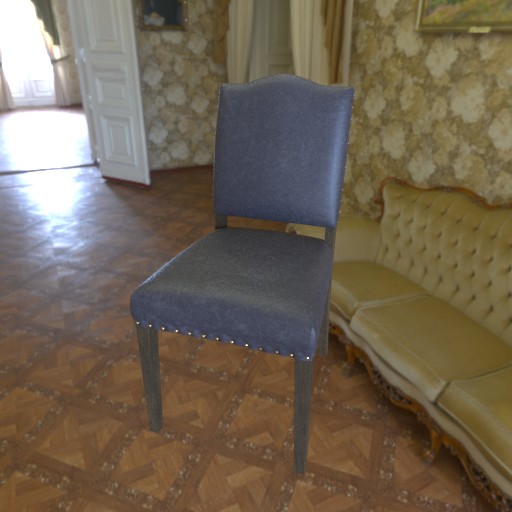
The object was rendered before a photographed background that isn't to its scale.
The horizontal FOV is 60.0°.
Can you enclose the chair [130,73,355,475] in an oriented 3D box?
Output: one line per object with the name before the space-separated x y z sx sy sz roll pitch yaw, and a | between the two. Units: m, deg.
chair | 0.000 0.000 1.339 0.500 0.991 0.633 8 27 17
